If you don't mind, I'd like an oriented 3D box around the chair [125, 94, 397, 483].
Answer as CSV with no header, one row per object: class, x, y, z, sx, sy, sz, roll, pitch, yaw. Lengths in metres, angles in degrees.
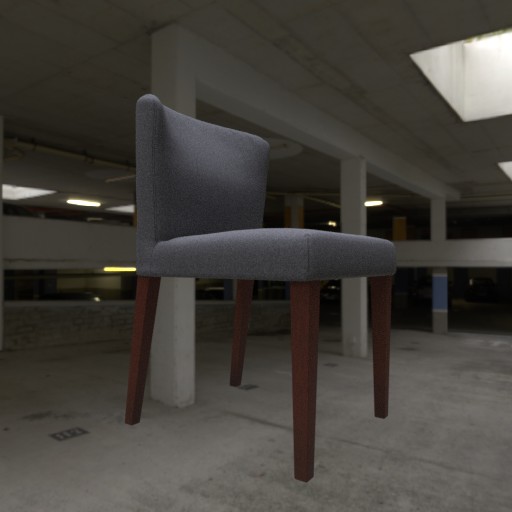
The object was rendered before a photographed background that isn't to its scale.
chair,0.000,0.000,1.148,0.592,0.839,0.491,-1,-1,36
